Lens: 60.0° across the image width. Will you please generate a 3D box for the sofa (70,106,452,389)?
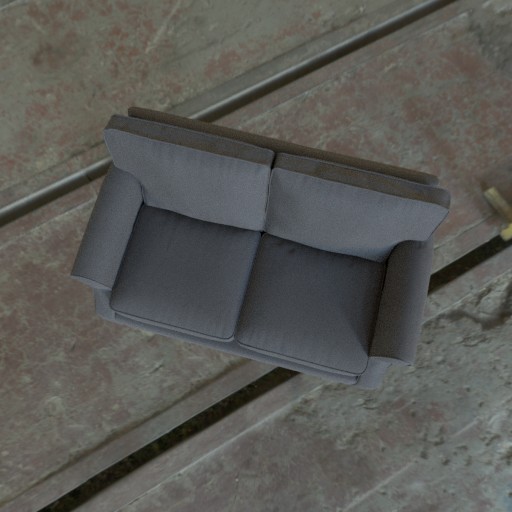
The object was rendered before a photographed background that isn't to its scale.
[{"bbox_3d":[0.000,0.000,2.240,1.665,0.937,0.964,14,74,4],"label":"sofa"}]
